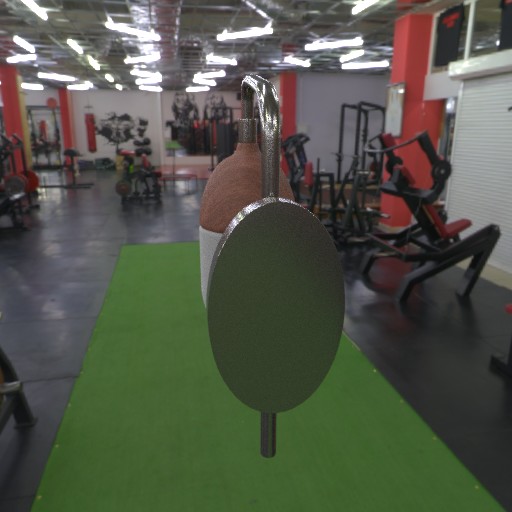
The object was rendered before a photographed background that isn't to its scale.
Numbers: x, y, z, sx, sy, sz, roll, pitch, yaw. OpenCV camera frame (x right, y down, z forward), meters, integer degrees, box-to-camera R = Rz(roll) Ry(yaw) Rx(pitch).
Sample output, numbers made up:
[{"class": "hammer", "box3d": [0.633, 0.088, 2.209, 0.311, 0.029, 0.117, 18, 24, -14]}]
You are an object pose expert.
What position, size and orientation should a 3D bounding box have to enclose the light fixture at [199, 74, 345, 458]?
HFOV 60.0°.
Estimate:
[{"class": "light fixture", "box3d": [0.000, 0.000, 0.439, 0.108, 0.343, 0.216, -2, 16, -9]}]
